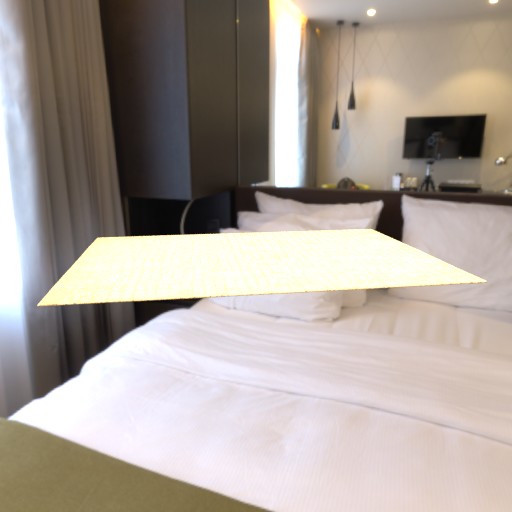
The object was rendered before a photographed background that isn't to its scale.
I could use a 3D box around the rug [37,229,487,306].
[{"bbox_3d":[0.000,0.000,2.347,1.827,0.007,1.211,-2,14,-9],"label":"rug"}]
